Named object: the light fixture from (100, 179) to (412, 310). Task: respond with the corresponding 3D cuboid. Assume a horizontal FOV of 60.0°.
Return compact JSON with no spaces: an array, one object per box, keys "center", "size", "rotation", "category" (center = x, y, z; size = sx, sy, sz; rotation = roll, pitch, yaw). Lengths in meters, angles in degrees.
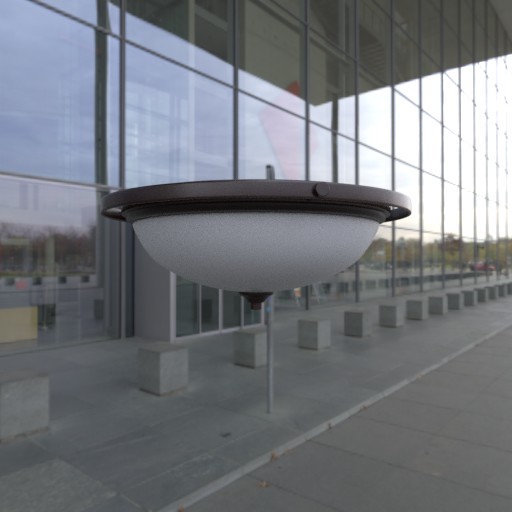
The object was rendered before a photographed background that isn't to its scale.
[{"center":[0.000,0.000,0.544],"size":[0.361,0.130,0.361],"rotation":[0,-1,0],"category":"light fixture"}]
